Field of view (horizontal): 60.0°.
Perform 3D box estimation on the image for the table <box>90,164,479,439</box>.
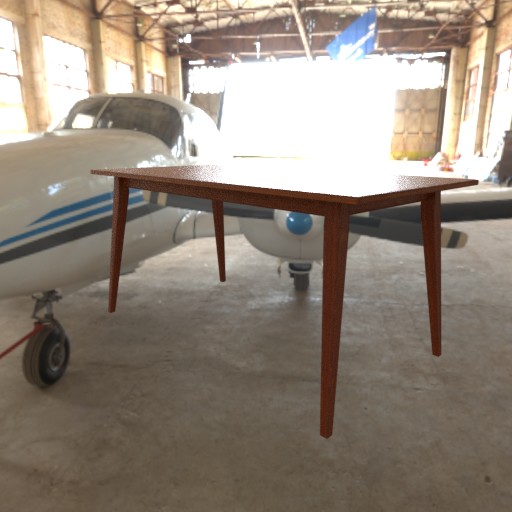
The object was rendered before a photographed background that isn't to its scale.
[{"bbox_3d":[0.000,0.000,2.070,0.811,0.755,1.609,-13,20,-42],"label":"table"}]
